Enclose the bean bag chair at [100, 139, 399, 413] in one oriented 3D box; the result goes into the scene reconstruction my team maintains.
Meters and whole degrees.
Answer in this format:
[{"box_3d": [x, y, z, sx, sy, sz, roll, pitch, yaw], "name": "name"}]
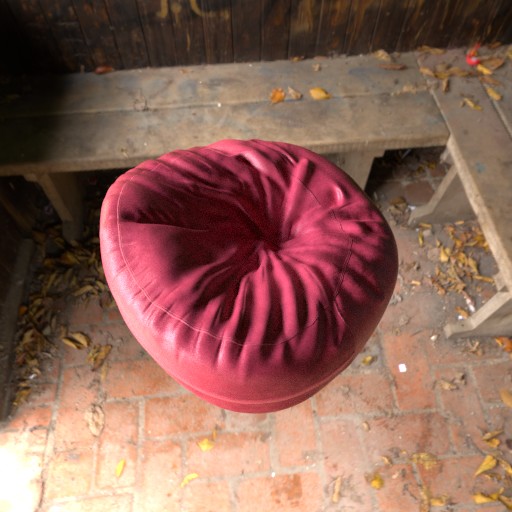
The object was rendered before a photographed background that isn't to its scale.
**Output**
[{"box_3d": [0.000, 0.000, 2.437, 1.524, 0.878, 1.524, -30, 63, -17], "name": "bean bag chair"}]
